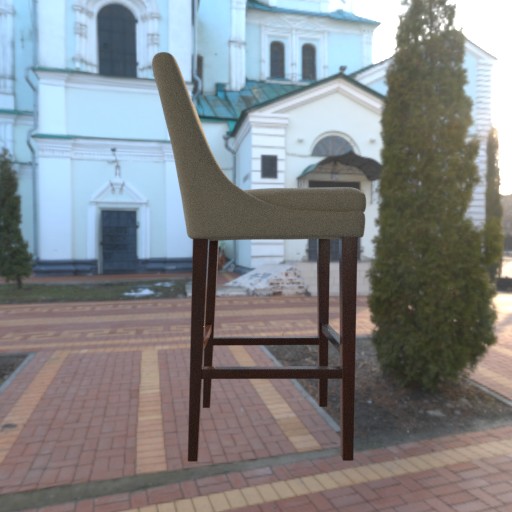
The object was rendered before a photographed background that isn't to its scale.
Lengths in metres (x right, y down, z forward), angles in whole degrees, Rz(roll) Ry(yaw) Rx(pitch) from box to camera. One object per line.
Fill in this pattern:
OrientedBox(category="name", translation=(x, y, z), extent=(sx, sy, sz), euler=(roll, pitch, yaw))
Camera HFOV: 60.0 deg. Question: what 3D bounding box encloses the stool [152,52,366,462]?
OrientedBox(category="stool", translation=(0.000, 0.000, 1.367), extent=(0.577, 1.078, 0.470), euler=(0, 2, -1))
